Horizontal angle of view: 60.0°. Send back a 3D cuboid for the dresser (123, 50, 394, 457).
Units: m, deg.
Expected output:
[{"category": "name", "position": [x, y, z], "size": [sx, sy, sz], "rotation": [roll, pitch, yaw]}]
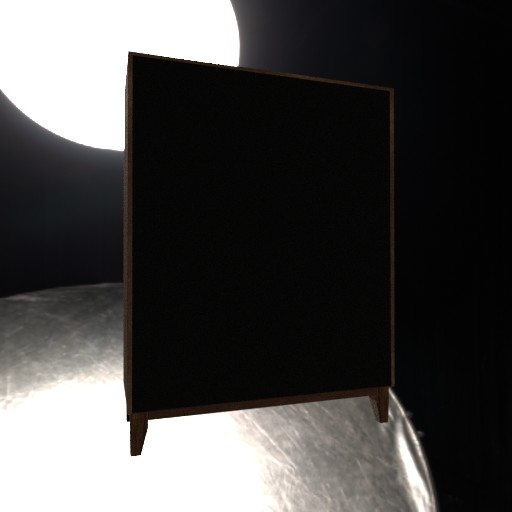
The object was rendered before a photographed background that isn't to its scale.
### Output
[{"category": "dresser", "position": [0.000, 0.000, 1.876], "size": [1.062, 1.393, 0.442], "rotation": [0, 0, -18]}]
